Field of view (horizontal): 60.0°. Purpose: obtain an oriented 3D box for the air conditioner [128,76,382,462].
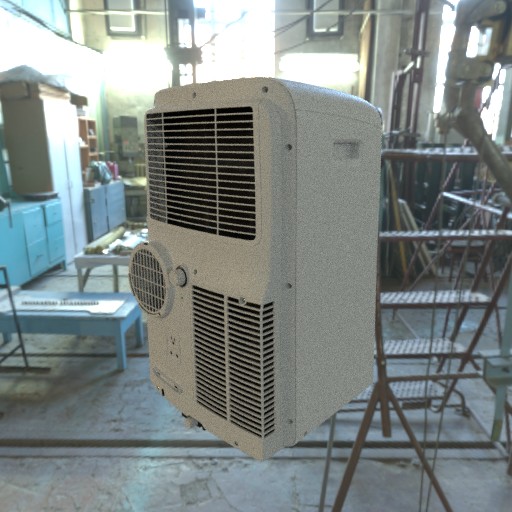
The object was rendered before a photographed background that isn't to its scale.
[{"bbox_3d":[0.000,0.000,1.081,0.467,0.765,0.478,-14,20,-43],"label":"air conditioner"}]
